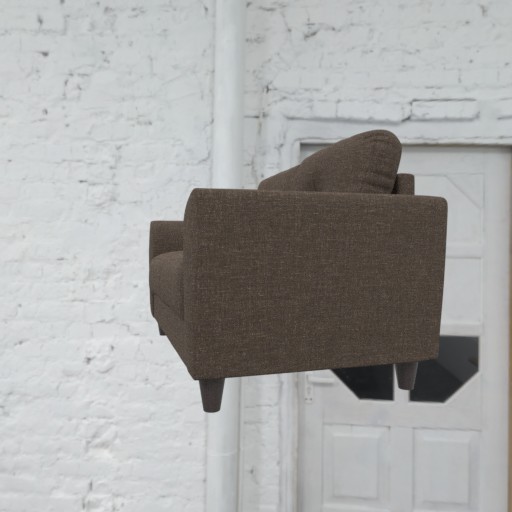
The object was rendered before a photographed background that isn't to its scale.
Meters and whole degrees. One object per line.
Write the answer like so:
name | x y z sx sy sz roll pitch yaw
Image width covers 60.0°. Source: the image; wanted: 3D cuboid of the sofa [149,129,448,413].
sofa | 0.000 0.000 1.970 0.851 0.885 1.423 0 1 -18
